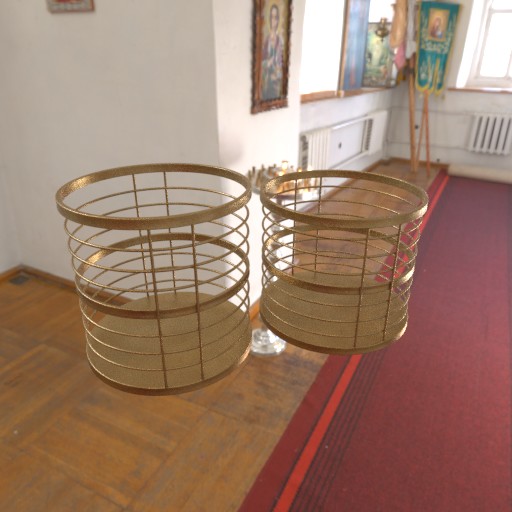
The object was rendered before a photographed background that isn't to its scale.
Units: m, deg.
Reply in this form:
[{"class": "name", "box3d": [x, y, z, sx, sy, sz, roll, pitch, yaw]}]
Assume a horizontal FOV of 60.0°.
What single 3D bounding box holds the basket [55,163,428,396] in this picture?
[{"class": "basket", "box3d": [0.000, 0.000, 0.962, 0.746, 0.351, 0.356, -8, 27, -16]}]
